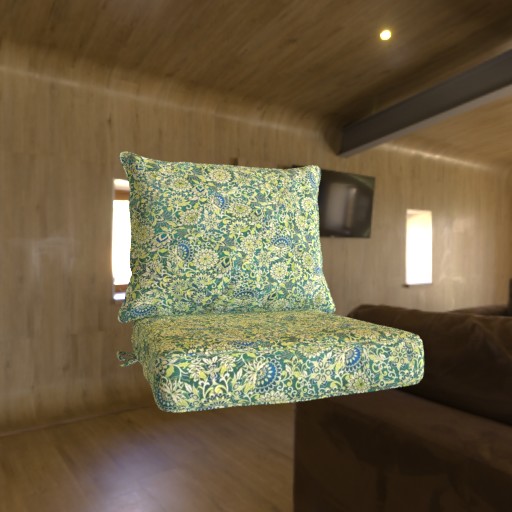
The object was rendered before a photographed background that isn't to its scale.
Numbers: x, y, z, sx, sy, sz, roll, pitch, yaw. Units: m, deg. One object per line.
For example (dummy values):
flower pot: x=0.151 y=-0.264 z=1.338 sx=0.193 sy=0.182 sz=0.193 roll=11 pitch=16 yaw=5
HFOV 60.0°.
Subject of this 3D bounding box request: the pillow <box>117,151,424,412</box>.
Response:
pillow: x=0.000 y=0.000 z=1.366 sx=0.798 sy=0.722 sz=0.740 roll=0 pitch=0 yaw=-20
